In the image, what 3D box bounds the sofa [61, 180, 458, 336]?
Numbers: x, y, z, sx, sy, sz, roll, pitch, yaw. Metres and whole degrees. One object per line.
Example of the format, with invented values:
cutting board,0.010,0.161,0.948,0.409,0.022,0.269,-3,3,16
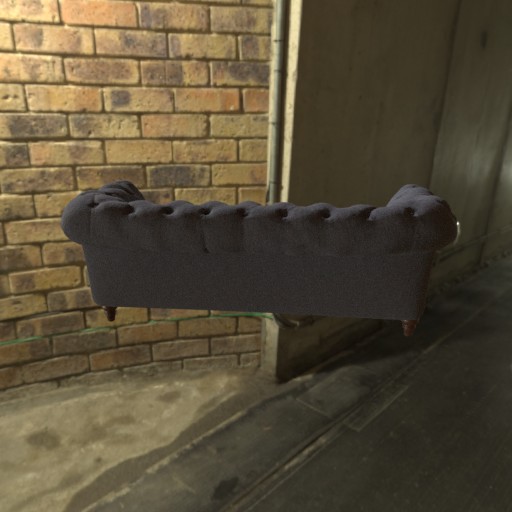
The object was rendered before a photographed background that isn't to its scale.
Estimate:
sofa,0.000,0.000,2.831,2.335,0.836,1.046,2,17,6
